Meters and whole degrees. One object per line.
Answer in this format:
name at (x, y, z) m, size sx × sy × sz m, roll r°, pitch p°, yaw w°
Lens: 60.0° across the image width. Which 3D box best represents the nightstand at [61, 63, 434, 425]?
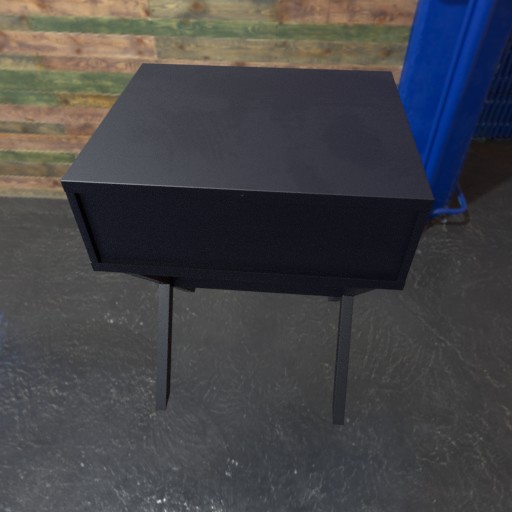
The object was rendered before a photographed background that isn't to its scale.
nightstand at (0.000, 0.000, 0.924) m, size 0.479 × 0.623 × 0.402 m, roll 3°, pitch 44°, yaw 3°
